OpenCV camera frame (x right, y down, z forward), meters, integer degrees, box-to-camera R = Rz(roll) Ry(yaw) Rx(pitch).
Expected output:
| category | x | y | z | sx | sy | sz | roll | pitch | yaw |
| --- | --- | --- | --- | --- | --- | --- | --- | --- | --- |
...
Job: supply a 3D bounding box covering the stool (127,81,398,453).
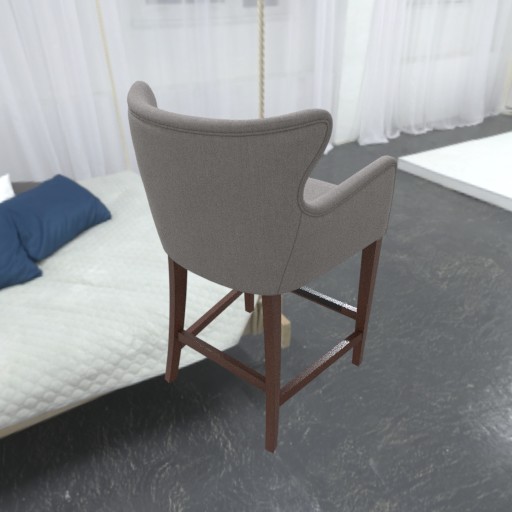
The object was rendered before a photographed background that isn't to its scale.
| category | x | y | z | sx | sy | sz | roll | pitch | yaw |
| --- | --- | --- | --- | --- | --- | --- | --- | --- | --- |
| stool | 0.000 | 0.000 | 1.301 | 0.575 | 0.951 | 0.575 | 22 | 37 | 33 |
